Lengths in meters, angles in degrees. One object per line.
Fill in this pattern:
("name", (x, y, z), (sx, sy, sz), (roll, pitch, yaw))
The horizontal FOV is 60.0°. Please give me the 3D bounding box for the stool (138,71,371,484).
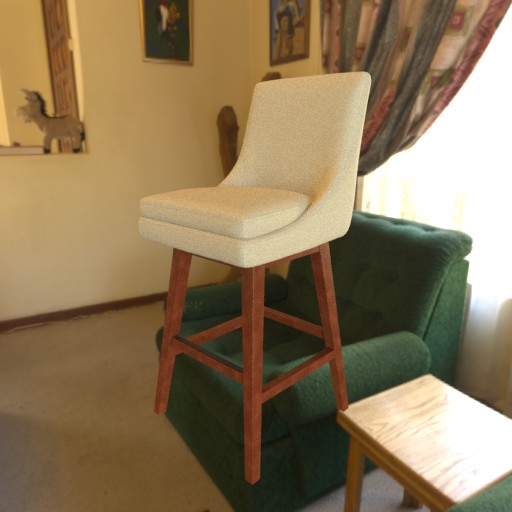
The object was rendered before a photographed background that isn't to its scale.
("stool", (0.000, 0.000, 1.389), (0.470, 1.092, 0.559), (15, 21, 42))
